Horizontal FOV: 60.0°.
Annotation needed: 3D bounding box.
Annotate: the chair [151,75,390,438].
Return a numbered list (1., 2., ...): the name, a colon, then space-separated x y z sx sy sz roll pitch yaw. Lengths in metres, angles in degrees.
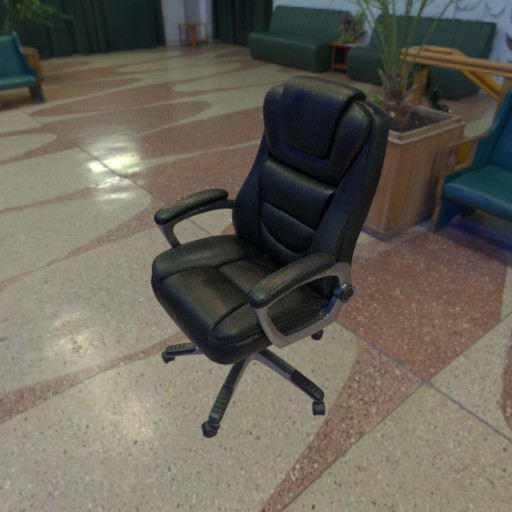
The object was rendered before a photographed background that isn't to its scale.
1. chair: 0.000 0.000 1.520 0.689 1.075 0.697 -22 39 -30
